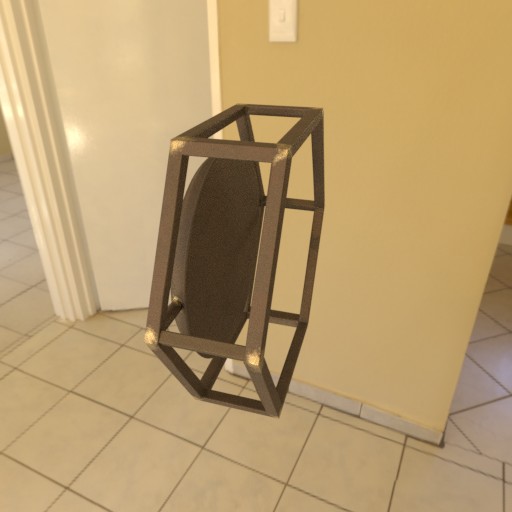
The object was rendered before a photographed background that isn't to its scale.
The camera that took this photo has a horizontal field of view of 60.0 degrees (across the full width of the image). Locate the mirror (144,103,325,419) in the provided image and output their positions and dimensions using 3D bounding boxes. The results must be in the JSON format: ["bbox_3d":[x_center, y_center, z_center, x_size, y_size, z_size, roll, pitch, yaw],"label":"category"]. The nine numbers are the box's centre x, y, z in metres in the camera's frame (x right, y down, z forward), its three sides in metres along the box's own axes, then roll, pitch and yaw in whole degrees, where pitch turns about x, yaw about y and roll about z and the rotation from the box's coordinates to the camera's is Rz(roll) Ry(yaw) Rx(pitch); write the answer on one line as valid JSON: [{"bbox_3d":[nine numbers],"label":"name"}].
[{"bbox_3d":[0.000,0.000,0.561,0.119,0.334,0.380,8,30,14],"label":"mirror"}]
